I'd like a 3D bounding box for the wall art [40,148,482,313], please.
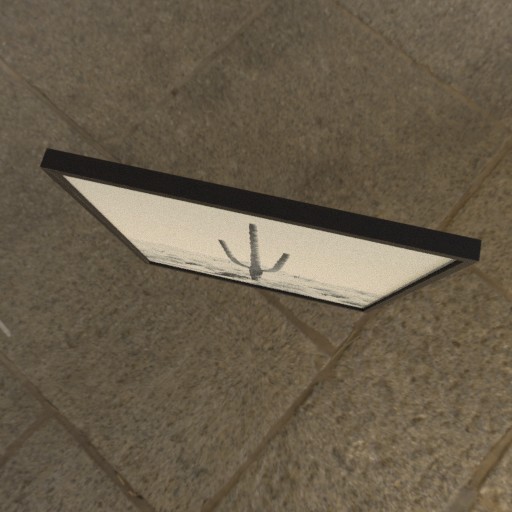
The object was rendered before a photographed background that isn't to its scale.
[{"bbox_3d":[0.000,0.000,1.123,0.762,0.762,0.038,12,77,3],"label":"wall art"}]
